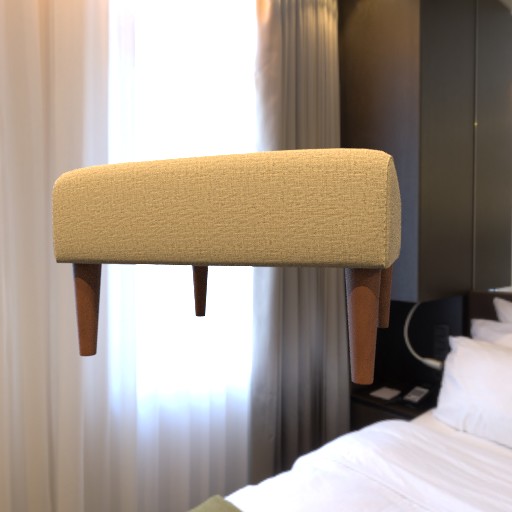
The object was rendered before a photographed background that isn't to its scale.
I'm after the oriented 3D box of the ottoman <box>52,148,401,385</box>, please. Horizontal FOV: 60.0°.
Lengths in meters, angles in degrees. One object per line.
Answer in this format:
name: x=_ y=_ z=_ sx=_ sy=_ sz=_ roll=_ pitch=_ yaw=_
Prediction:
ottoman: x=0.000 y=0.000 z=1.060 sx=0.650 sy=0.398 sz=0.649 roll=1 pitch=2 yaw=19
